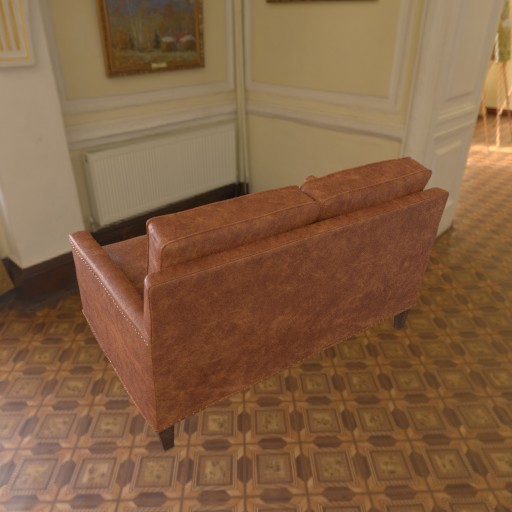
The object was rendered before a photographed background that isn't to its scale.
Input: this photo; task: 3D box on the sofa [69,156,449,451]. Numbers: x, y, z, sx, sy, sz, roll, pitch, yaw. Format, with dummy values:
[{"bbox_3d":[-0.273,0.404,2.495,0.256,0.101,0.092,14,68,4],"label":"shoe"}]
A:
[{"bbox_3d":[0.000,0.000,2.269,1.597,1.003,1.084,-18,33,-29],"label":"sofa"}]
